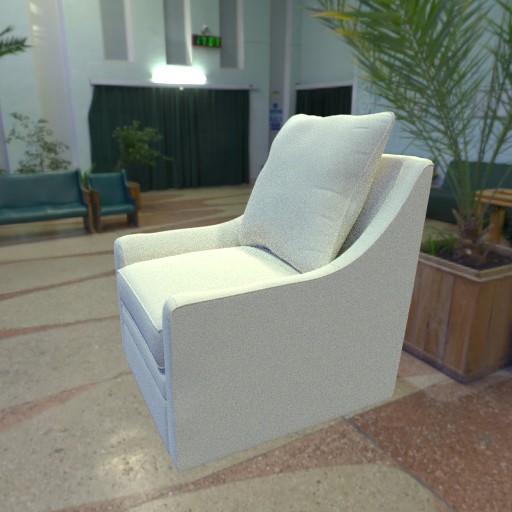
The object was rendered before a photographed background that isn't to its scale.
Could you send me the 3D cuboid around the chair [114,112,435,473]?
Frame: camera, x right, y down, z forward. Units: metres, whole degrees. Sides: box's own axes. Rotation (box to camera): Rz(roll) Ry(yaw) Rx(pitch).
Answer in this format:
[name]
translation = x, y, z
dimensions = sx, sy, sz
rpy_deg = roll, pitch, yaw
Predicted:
[chair]
translation = 0.000, 0.000, 1.560
dimensions = 0.876, 0.965, 0.756
rpy_deg = -8, 19, -26
